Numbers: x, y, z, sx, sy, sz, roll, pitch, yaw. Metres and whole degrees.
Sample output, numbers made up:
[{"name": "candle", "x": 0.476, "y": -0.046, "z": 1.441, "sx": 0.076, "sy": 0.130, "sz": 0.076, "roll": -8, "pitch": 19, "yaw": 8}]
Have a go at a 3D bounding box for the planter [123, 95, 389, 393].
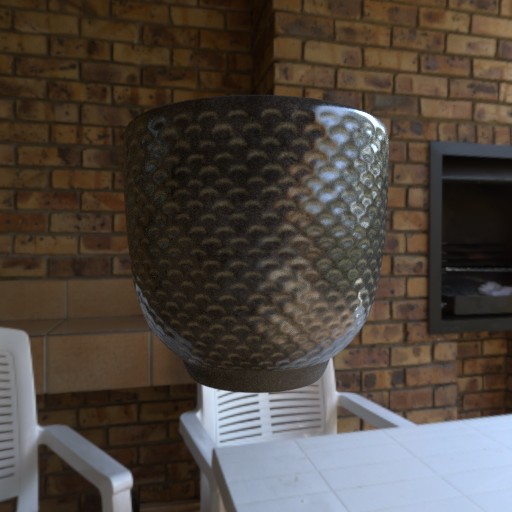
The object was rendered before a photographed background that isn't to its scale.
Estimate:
[{"name": "planter", "x": 0.000, "y": 0.000, "z": 0.301, "sx": 0.172, "sy": 0.160, "sz": 0.172, "roll": 0, "pitch": 1, "yaw": 0}]
